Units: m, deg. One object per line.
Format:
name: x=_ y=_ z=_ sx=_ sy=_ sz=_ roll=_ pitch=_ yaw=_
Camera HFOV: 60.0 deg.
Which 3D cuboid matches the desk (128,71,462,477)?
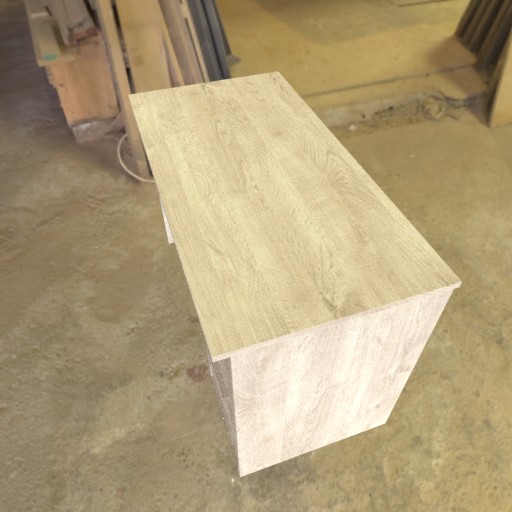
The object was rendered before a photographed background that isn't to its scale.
desk: x=0.000 y=0.000 z=1.517 sx=0.560 sy=0.735 sz=1.097 roll=-14 pitch=48 yaw=-13
